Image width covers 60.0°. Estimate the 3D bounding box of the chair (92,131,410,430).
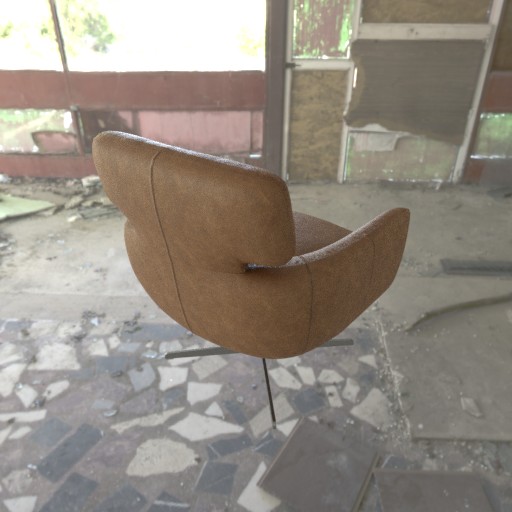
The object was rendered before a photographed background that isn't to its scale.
[{"bbox_3d":[0.000,0.000,1.357,0.706,0.812,0.715,22,36,33],"label":"chair"}]
